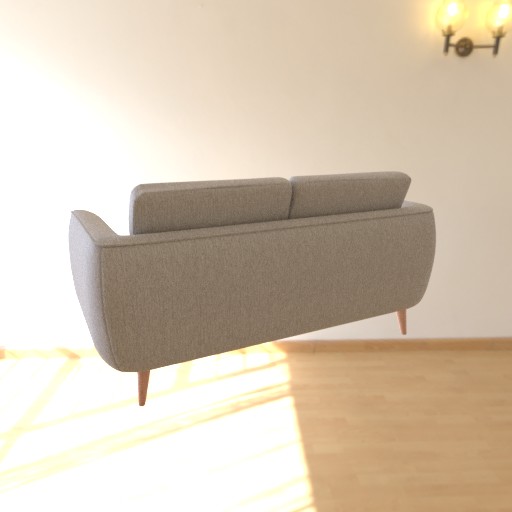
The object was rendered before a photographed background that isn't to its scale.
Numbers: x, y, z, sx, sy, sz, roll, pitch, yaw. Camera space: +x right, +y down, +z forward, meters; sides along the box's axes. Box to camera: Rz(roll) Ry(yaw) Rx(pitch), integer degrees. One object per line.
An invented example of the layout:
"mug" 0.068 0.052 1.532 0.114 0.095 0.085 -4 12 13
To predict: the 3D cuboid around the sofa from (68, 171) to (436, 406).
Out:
"sofa" 0.000 0.000 2.256 1.700 0.850 0.920 -8 17 -26
